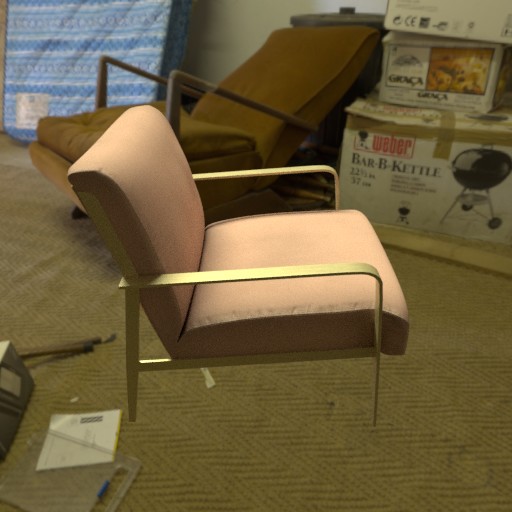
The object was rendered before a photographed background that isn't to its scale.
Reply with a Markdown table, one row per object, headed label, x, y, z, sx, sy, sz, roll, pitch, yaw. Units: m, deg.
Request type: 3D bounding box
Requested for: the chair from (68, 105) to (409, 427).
| label | x | y | z | sx | sy | sz | roll | pitch | yaw |
| --- | --- | --- | --- | --- | --- | --- | --- | --- | --- |
| chair | 0.000 | 0.000 | 1.431 | 0.848 | 0.823 | 0.701 | 0 | 32 | 0 |
